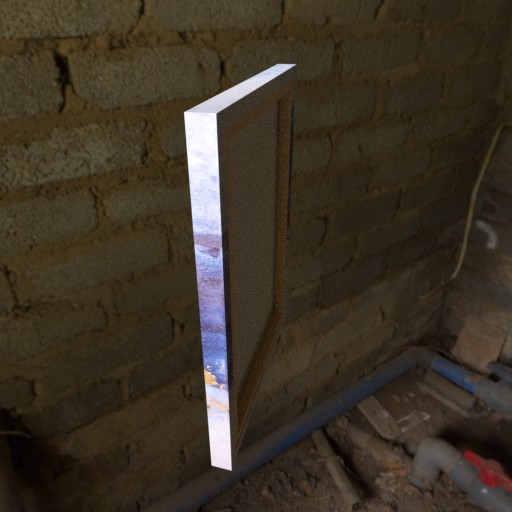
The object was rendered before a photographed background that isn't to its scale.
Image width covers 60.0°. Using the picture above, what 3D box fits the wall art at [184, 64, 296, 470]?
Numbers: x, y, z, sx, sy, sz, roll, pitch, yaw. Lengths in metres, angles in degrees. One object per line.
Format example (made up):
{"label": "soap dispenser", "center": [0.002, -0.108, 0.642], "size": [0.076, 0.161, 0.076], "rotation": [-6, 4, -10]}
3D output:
{"label": "wall art", "center": [0.000, 0.000, 0.784], "size": [0.036, 0.581, 0.437], "rotation": [8, 31, 13]}
